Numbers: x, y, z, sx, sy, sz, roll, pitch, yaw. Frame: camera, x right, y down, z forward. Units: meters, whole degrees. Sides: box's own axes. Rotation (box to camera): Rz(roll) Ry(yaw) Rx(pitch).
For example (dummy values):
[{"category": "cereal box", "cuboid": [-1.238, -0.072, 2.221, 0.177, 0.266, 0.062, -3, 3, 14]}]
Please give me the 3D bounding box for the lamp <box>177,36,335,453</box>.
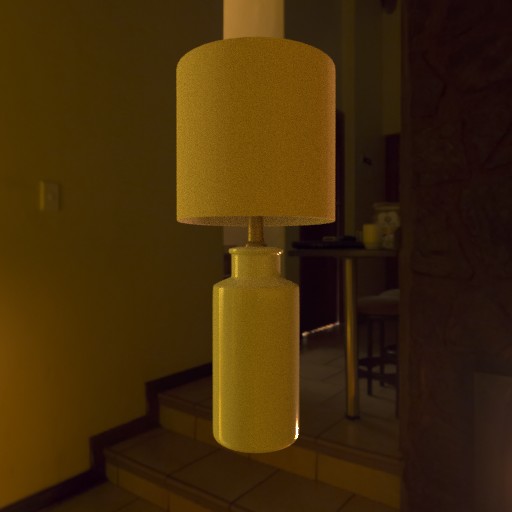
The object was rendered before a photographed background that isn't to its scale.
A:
[{"category": "lamp", "cuboid": [0.000, 0.000, 0.603, 0.212, 0.493, 0.212, 0, 1, 16]}]
